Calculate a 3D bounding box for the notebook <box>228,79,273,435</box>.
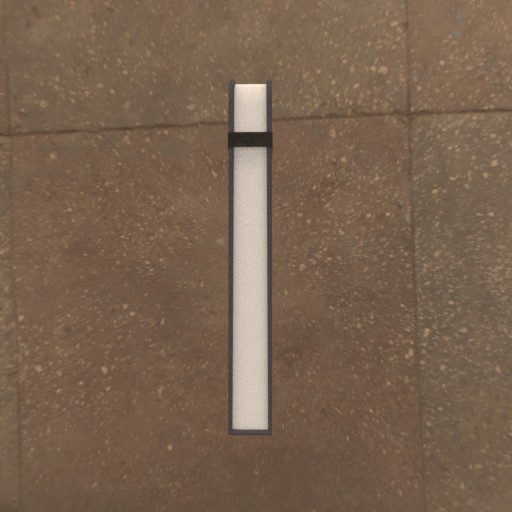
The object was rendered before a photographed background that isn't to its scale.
[{"bbox_3d":[0.000,0.000,0.260,0.016,0.213,0.127,0,89,1],"label":"notebook"}]
